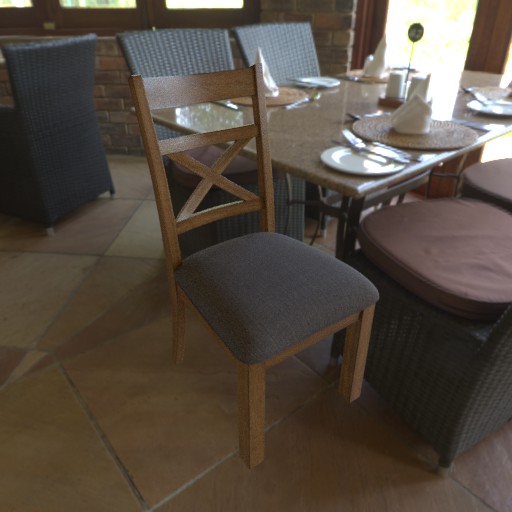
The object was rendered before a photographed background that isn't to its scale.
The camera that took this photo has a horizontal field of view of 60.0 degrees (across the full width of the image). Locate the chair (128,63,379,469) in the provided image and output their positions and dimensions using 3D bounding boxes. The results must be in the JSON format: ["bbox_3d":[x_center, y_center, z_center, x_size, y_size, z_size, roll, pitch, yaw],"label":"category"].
[{"bbox_3d":[0.000,0.000,1.276,0.470,0.949,0.581,-20,36,-31],"label":"chair"}]
